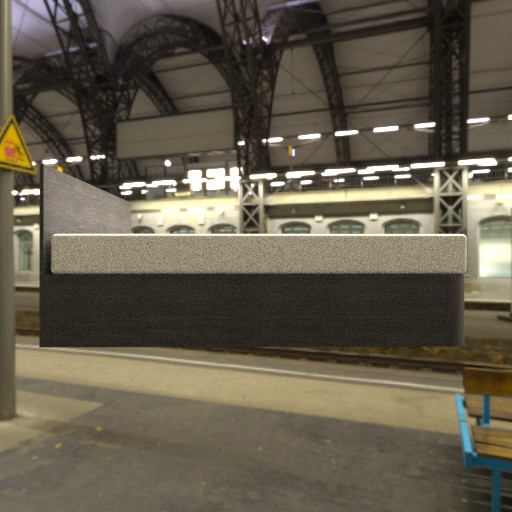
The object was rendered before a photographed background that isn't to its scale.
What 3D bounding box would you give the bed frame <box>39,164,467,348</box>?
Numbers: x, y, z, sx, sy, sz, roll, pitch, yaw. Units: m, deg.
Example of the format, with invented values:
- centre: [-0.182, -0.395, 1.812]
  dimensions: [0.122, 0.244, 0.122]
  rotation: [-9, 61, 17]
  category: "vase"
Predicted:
- centre: [0.000, 0.000, 2.639]
  dimensions: [1.900, 0.800, 1.400]
  rotation: [0, 0, -1]
  category: "bed frame"
